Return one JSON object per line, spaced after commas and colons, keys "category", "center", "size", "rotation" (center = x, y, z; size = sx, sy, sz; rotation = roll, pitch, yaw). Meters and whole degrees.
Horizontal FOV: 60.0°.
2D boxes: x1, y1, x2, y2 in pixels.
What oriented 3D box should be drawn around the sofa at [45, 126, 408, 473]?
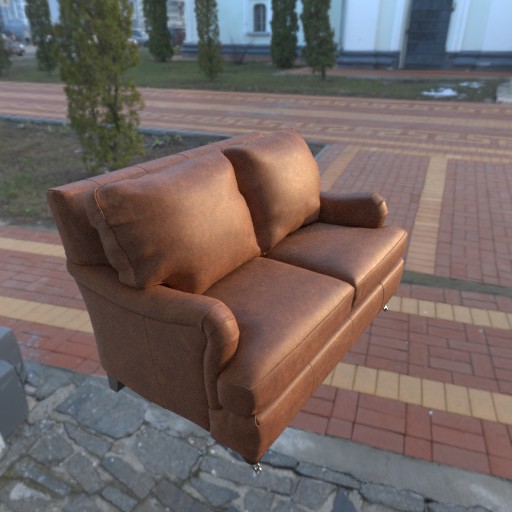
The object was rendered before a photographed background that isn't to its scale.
{"category": "sofa", "center": [0.000, 0.000, 2.171], "size": [1.077, 1.004, 1.527], "rotation": [18, 32, 31]}
